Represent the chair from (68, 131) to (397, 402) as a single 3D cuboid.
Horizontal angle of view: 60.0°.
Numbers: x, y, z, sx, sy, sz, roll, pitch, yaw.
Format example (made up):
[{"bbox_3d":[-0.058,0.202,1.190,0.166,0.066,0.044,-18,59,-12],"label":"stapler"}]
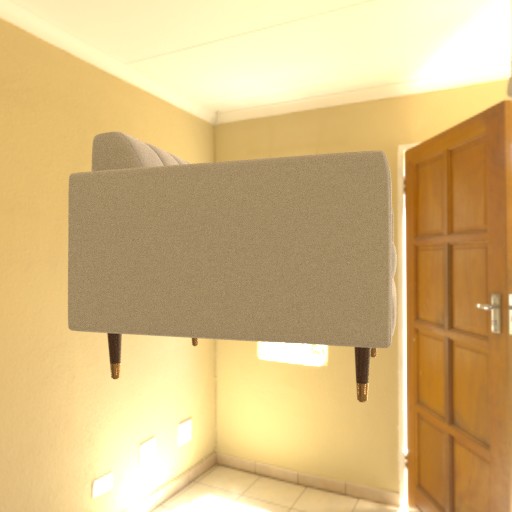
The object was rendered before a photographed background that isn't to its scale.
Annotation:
[{"bbox_3d":[0.000,0.000,1.649,0.998,0.819,0.953,0,-1,18],"label":"chair"}]
